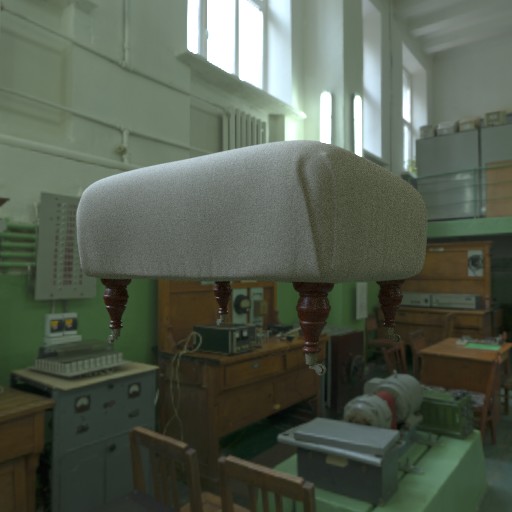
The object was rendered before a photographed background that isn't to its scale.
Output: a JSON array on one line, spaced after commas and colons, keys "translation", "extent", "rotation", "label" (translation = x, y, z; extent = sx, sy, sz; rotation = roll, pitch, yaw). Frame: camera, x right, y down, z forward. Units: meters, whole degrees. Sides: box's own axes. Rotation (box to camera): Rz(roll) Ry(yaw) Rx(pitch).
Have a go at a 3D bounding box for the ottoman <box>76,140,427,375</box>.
[{"translation": [0.000, 0.000, 1.156], "extent": [0.746, 0.450, 0.639], "rotation": [-1, -2, 35], "label": "ottoman"}]
